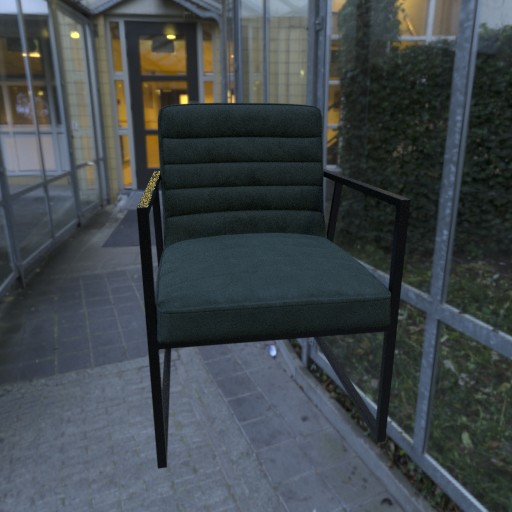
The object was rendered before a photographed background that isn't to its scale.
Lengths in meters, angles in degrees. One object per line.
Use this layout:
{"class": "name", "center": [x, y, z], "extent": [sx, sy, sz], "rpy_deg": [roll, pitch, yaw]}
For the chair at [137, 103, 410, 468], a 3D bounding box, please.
{"class": "chair", "center": [0.000, 0.000, 1.250], "extent": [0.571, 0.833, 0.677], "rpy_deg": [-3, 17, -9]}
